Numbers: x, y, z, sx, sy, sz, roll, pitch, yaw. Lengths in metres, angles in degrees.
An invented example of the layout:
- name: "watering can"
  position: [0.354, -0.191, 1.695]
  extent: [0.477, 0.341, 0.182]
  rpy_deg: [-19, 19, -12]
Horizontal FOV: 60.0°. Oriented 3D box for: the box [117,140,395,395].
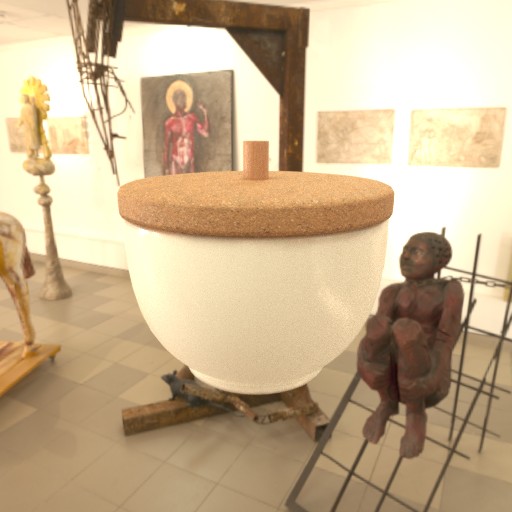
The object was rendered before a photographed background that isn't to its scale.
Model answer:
- name: "box"
  position: [0.000, 0.000, 0.186]
  extent: [0.107, 0.094, 0.107]
  rpy_deg: [0, 16, 0]
